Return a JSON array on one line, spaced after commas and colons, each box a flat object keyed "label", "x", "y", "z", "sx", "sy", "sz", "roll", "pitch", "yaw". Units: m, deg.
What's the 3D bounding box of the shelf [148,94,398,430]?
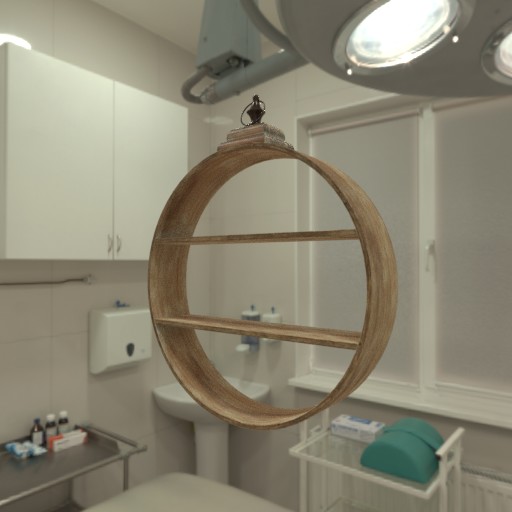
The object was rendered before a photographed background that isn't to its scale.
[{"label": "shelf", "x": 0.000, "y": 0.000, "z": 0.993, "sx": 0.601, "sy": 0.725, "sz": 0.125, "roll": -1, "pitch": -1, "yaw": 38}]
